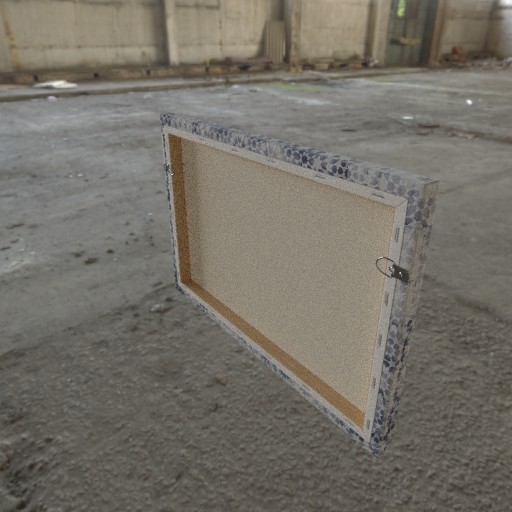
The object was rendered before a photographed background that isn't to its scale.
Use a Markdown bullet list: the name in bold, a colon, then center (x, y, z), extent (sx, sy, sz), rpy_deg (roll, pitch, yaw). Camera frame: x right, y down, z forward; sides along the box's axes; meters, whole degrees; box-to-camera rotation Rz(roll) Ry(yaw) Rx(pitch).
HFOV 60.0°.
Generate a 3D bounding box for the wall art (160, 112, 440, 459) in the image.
- **wall art**: center (0.000, 0.000, 0.767), extent (0.030, 0.406, 0.608), rpy_deg (-18, 32, -33)
